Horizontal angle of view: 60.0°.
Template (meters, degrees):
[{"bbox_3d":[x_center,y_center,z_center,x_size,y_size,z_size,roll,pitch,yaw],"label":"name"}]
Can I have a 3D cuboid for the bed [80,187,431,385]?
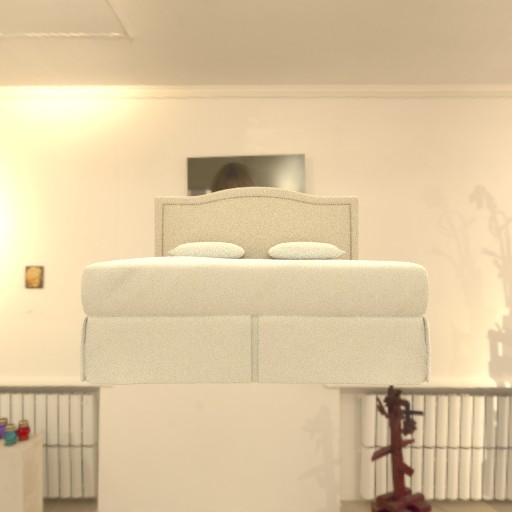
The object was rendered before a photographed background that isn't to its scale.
[{"bbox_3d":[0.000,0.000,3.482,2.083,1.421,2.182,0,0,0],"label":"bed"}]
